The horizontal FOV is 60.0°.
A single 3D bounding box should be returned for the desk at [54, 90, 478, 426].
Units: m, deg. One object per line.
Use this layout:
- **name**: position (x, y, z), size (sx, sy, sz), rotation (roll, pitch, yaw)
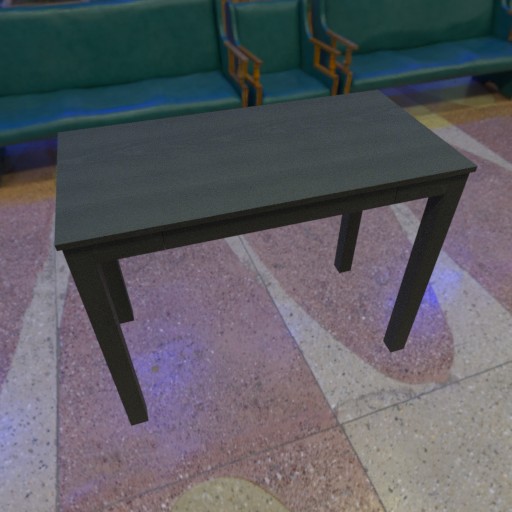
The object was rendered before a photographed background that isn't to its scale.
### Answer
- **desk**: position (0.000, 0.000, 1.416), size (0.991, 0.762, 0.499), rotation (-12, 44, -13)
